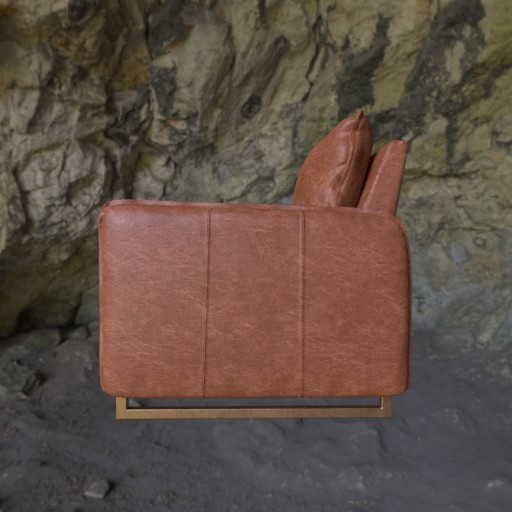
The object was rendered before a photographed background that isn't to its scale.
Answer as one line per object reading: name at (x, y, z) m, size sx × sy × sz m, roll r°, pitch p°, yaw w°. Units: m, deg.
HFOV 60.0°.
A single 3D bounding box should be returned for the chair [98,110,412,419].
chair at (0.000, 0.000, 1.623) m, size 0.922 × 0.922 × 0.830 m, roll 0°, pitch 1°, yaw -1°
